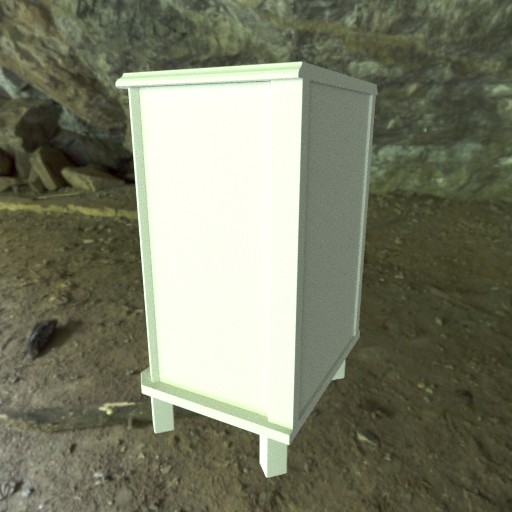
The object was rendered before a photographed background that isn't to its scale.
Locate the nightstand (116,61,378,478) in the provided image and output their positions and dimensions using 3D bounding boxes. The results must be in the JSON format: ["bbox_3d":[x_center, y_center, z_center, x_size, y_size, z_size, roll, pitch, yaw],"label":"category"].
[{"bbox_3d":[0.000,0.000,0.920,0.351,0.681,0.435,9,19,26],"label":"nightstand"}]
